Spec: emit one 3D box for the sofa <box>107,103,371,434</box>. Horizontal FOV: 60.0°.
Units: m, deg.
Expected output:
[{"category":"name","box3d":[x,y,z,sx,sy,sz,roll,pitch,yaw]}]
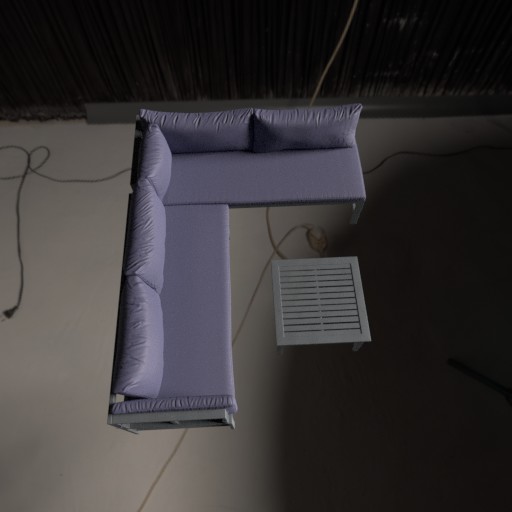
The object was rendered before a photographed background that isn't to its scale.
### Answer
[{"category":"sofa","box3d":[0.000,0.000,3.021,1.658,0.762,2.149,-2,64,-1]}]
